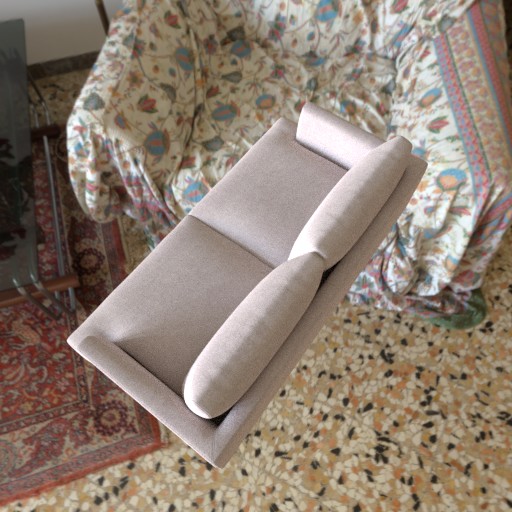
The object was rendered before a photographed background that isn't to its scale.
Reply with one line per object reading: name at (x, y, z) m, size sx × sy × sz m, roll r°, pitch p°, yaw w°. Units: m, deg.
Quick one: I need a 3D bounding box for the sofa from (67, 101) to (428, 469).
sofa at (0.000, 0.000, 2.478) m, size 1.020 × 0.868 × 1.948 m, roll 33°, pitch 67°, yaw 16°
